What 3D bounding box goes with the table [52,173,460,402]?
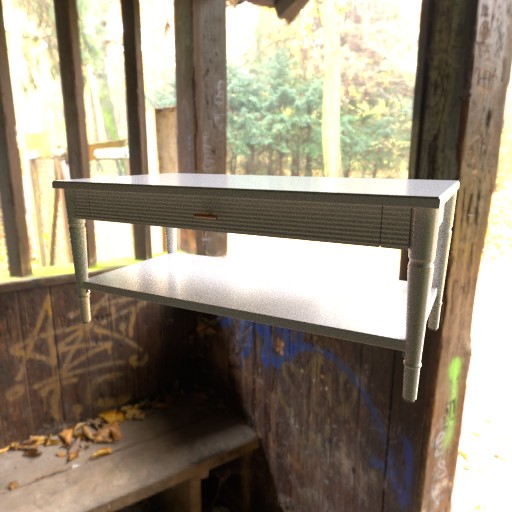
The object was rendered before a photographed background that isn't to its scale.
[{"bbox_3d":[0.000,0.000,1.360,1.067,0.457,0.559,7,15,27],"label":"table"}]
